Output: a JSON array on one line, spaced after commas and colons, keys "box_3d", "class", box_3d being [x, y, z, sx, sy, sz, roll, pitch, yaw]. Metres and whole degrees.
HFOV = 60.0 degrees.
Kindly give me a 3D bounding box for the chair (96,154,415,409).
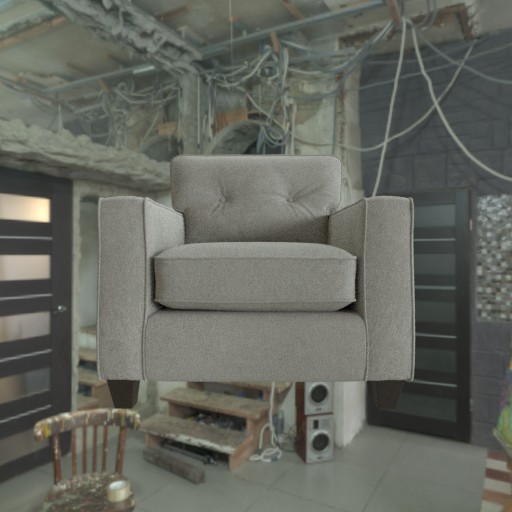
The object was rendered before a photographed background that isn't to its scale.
[{"box_3d": [0.000, 0.000, 1.811, 1.015, 0.965, 0.939, 0, 0, 0], "class": "chair"}]
